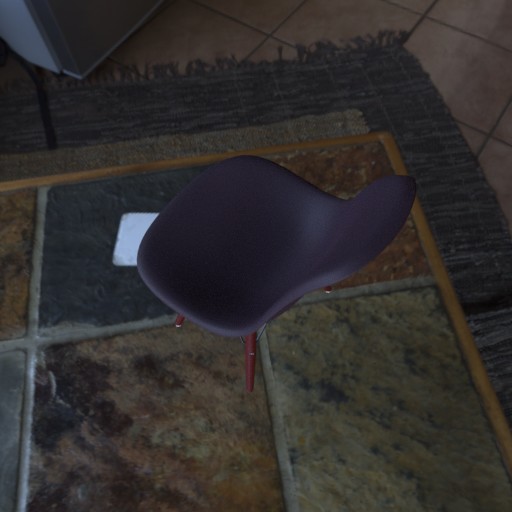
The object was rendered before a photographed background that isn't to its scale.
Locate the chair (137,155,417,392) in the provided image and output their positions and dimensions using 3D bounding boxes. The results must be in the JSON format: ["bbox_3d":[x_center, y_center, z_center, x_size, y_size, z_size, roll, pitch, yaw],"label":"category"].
[{"bbox_3d":[0.000,0.000,1.099,0.533,0.826,0.470,34,69,15],"label":"chair"}]
